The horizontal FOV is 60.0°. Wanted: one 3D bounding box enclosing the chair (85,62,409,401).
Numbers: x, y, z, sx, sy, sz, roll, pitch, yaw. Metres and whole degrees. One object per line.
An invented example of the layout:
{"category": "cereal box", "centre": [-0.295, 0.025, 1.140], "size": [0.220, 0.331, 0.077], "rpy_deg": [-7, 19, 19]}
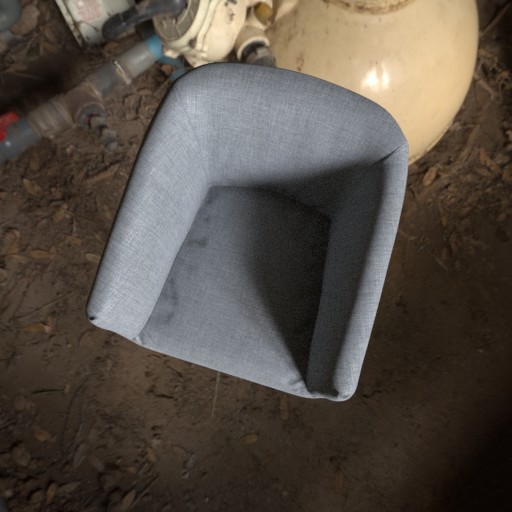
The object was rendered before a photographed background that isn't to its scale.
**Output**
{"category": "chair", "centre": [0.000, 0.000, 1.261], "size": [0.600, 0.771, 0.668], "rpy_deg": [16, 76, 4]}
